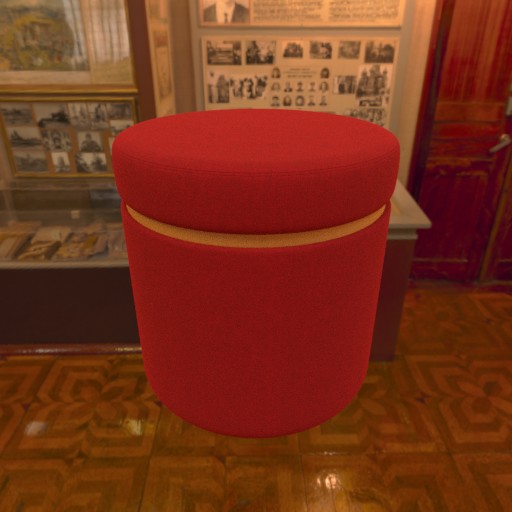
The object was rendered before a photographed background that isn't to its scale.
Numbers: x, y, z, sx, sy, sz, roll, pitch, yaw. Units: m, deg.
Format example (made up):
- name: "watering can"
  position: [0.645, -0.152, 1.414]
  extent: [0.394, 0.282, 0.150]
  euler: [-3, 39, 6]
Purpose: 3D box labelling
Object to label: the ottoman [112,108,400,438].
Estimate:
- name: "ottoman"
  position: [0.000, 0.000, 0.719]
  extent: [0.400, 0.406, 0.400]
  euler: [0, 27, 0]
